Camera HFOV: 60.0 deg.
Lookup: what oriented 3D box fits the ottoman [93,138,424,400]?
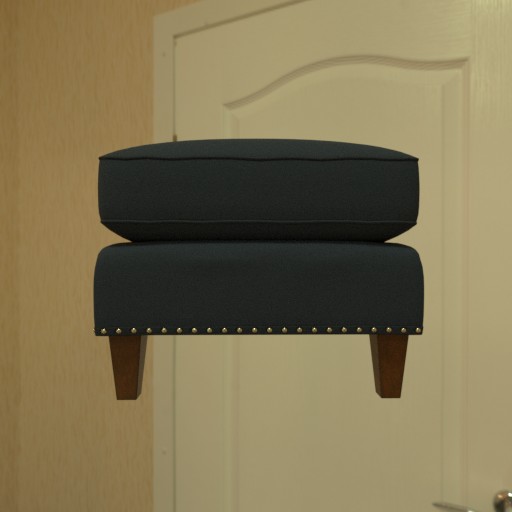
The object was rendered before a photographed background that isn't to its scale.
[{"bbox_3d":[0.000,0.000,1.133,0.584,0.513,0.741,0,0,-1],"label":"ottoman"}]
